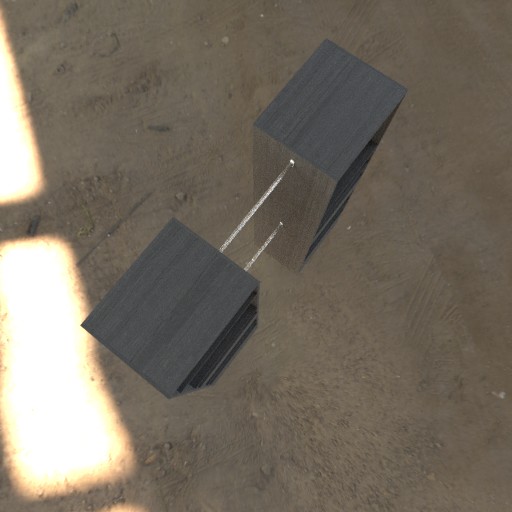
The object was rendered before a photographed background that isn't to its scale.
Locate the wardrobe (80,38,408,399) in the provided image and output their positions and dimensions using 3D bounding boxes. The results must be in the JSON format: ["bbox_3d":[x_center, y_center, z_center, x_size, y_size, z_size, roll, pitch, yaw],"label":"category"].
[{"bbox_3d":[0.000,0.000,2.938,0.480,2.000,1.770,36,78,9],"label":"wardrobe"}]
